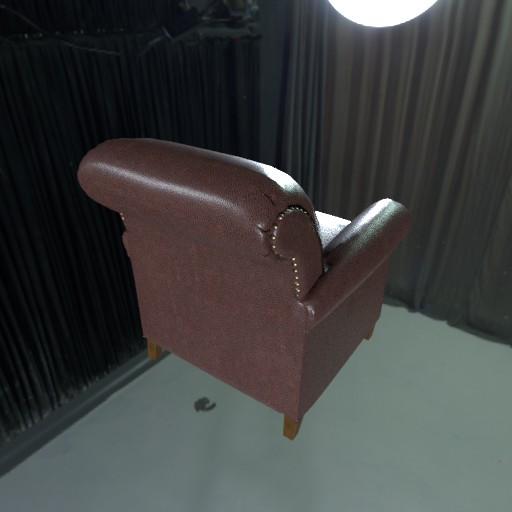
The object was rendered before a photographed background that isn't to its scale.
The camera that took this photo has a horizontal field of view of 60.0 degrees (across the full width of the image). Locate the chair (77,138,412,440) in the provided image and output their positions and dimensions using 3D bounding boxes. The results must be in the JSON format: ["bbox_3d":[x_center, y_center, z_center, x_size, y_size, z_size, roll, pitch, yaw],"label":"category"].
[{"bbox_3d":[0.000,0.000,1.598,0.854,0.927,0.890,20,36,30],"label":"chair"}]
